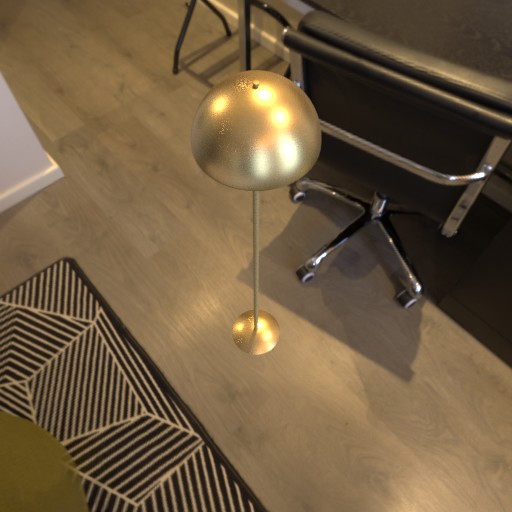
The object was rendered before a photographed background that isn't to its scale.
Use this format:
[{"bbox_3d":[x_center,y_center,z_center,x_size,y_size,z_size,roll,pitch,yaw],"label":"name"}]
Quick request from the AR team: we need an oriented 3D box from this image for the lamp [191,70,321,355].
[{"bbox_3d":[0.000,0.000,1.608,0.328,1.480,0.328,15,60,9],"label":"lamp"}]
